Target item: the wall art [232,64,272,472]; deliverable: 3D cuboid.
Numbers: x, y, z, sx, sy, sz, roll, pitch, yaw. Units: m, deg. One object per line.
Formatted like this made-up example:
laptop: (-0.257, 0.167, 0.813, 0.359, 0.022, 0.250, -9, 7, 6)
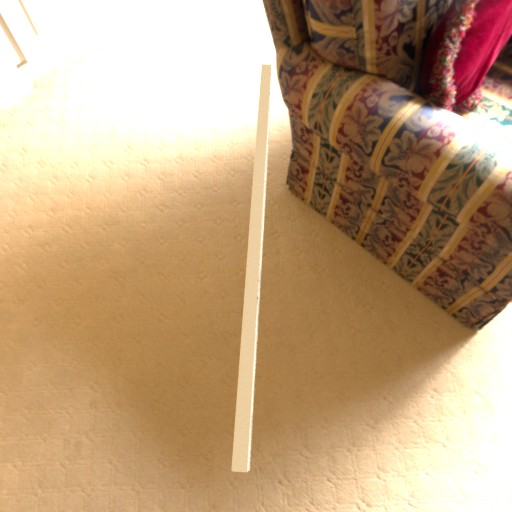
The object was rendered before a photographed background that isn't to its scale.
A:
wall art: (0.000, 0.000, 1.739, 0.044, 0.507, 1.520, 3, 65, 1)
